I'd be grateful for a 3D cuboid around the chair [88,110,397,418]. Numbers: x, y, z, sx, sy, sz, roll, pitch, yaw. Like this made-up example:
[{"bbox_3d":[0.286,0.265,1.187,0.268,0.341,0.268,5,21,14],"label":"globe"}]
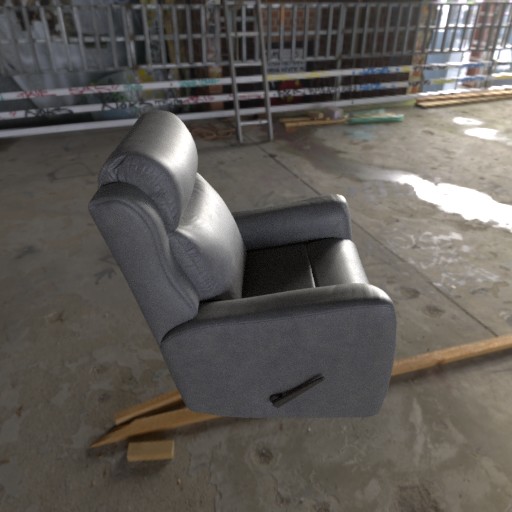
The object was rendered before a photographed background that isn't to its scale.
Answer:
[{"bbox_3d":[0.000,0.000,1.937,1.068,1.116,0.967,0,31,-1],"label":"chair"}]
